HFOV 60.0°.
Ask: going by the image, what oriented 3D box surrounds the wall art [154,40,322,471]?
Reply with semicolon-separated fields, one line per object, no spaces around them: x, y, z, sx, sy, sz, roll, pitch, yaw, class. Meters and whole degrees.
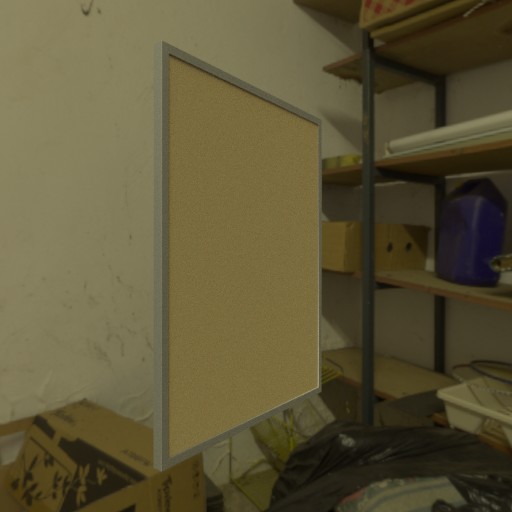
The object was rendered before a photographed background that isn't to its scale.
0.000;0.000;1.393;0.034;1.042;0.789;0;0;37;wall art
